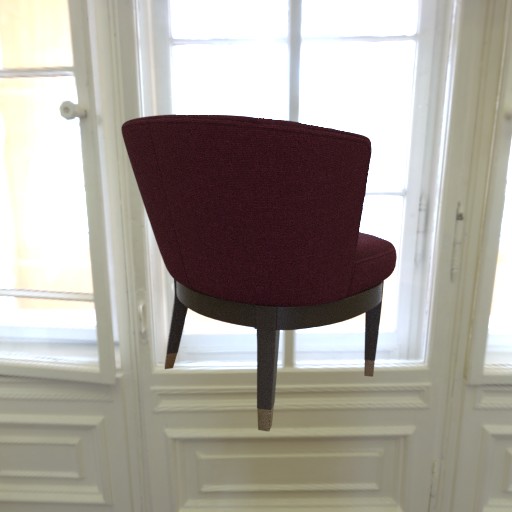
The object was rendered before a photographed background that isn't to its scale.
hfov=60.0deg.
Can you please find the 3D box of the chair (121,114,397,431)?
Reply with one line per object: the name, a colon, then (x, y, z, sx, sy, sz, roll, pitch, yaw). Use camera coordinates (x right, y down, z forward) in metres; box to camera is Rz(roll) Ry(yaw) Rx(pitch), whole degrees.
chair: (0.000, 0.000, 1.301, 0.660, 0.760, 0.700, -13, 19, -42)
